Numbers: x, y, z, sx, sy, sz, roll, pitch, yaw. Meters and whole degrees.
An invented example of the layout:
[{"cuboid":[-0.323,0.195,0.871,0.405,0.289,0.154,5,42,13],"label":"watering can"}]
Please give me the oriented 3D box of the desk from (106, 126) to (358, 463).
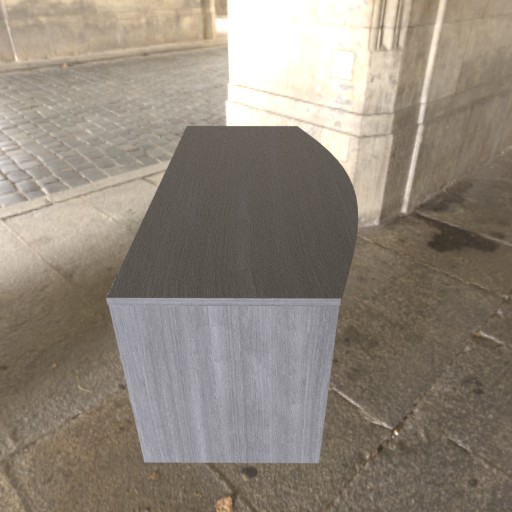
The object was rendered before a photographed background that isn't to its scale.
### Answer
[{"cuboid":[0.000,0.000,2.071,0.802,0.750,1.600,0,33,0],"label":"desk"}]
